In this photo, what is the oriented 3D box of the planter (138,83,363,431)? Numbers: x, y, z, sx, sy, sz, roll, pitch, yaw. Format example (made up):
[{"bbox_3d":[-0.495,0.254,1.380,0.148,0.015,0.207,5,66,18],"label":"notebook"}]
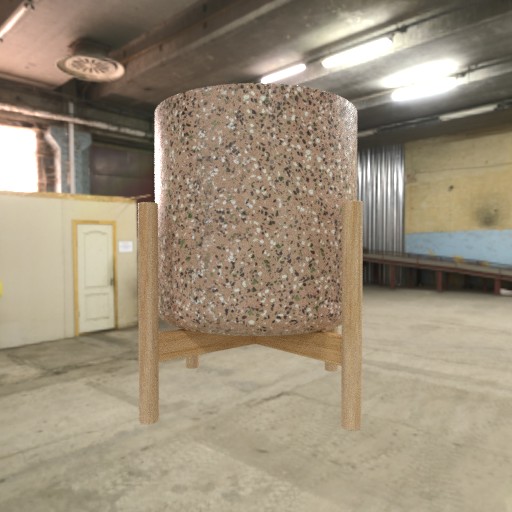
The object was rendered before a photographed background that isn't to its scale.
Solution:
[{"bbox_3d":[0.000,0.000,0.684,0.360,0.419,0.360,0,1,-18],"label":"planter"}]
